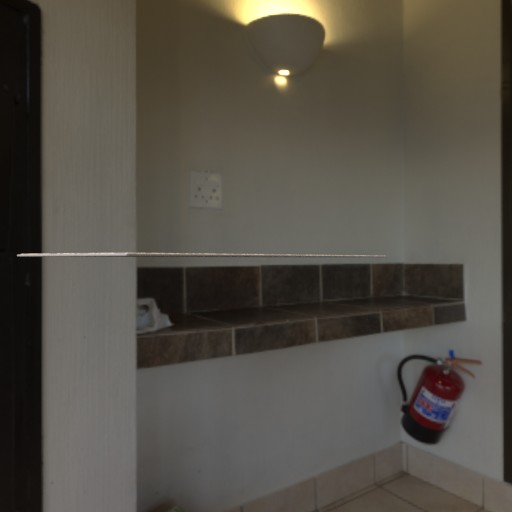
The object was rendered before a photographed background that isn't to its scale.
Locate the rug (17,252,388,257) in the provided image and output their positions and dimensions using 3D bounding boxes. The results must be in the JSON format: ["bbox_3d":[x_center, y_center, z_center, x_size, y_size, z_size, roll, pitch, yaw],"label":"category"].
[{"bbox_3d":[0.000,0.000,2.383,0.662,0.011,2.196,0,0,36],"label":"rug"}]
